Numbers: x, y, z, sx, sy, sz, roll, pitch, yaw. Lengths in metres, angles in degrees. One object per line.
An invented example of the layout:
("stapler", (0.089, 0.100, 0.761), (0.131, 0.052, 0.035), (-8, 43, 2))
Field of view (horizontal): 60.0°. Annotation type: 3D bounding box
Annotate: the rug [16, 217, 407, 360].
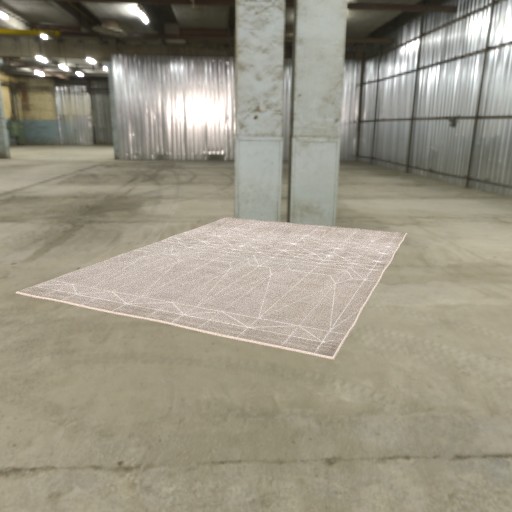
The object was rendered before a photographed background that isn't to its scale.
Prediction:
("rug", (0.000, 0.000, 4.302), (2.449, 0.019, 3.357), (7, 17, 24))
